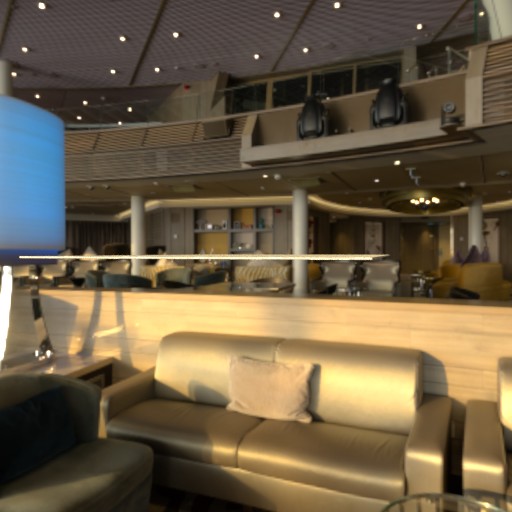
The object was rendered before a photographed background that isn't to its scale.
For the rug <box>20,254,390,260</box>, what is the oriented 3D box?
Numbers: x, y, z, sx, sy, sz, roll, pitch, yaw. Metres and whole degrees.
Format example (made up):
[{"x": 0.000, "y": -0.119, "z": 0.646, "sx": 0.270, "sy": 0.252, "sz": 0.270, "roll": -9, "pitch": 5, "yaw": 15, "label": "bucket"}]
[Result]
[{"x": 0.000, "y": 0.000, "z": 4.364, "sx": 2.438, "sy": 0.013, "sz": 3.353, "roll": 0, "pitch": 0, "yaw": 18, "label": "rug"}]
